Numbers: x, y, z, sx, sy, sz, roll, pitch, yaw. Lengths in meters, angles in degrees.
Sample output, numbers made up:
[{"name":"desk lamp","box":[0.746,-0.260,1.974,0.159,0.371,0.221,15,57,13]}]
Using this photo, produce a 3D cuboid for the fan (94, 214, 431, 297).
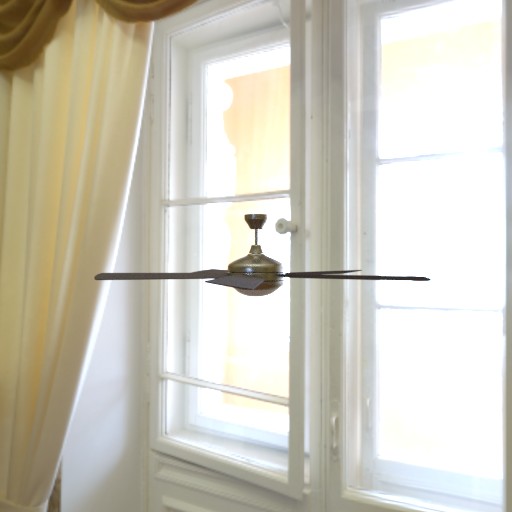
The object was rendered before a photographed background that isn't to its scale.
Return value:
[{"name":"fan","box":[0.000,0.000,1.920,1.321,0.356,1.321,0,0,-18]}]
